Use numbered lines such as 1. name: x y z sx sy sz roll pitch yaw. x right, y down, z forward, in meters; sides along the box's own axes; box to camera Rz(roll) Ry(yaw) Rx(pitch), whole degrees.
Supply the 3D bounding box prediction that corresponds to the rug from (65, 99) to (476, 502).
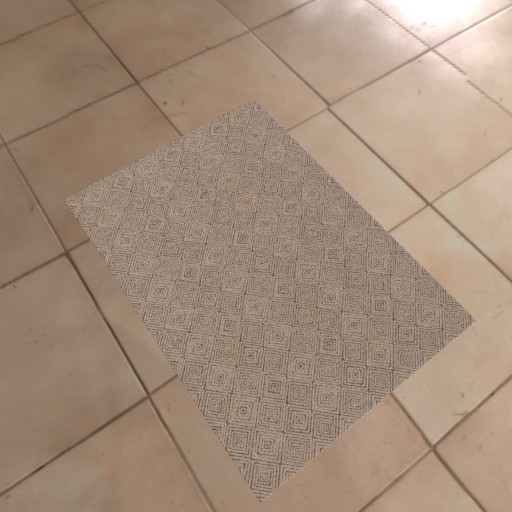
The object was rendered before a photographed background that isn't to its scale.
1. rug: 0.000 0.000 2.820 1.593 0.008 2.238 -33 68 -16
